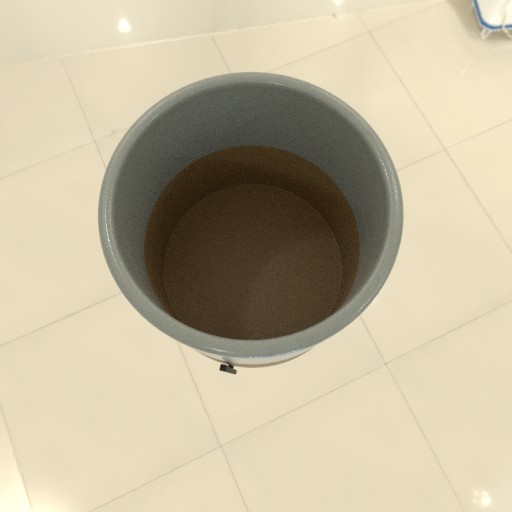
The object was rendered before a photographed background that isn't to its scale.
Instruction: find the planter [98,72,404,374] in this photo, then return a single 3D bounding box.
[{"bbox_3d":[0.000,0.000,0.726,0.360,0.480,0.348,-17,75,-5],"label":"planter"}]
